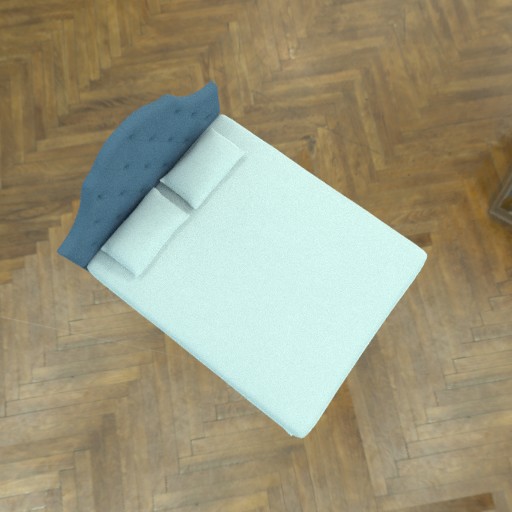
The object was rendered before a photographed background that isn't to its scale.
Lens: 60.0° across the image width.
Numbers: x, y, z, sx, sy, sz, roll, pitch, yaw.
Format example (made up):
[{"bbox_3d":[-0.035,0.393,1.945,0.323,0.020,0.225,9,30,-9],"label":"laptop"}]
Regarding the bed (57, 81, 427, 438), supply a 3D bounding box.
[{"bbox_3d":[0.000,0.000,3.752,2.477,1.617,2.039,36,78,9],"label":"bed"}]
